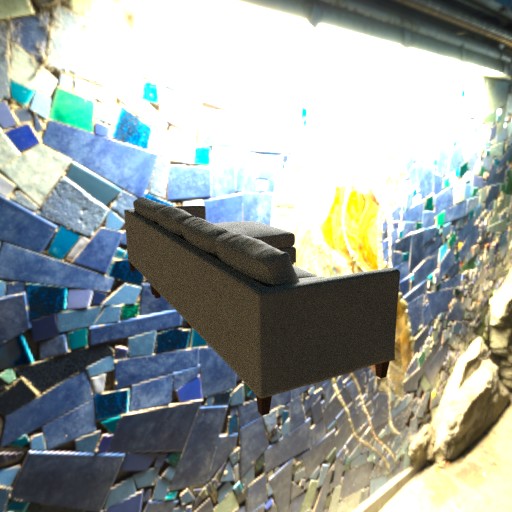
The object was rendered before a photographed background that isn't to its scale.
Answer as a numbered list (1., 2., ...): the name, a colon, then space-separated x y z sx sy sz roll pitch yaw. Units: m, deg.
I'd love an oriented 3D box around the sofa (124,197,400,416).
1. sofa: 0.000 0.000 3.904 1.625 0.846 3.186 -7 16 -27
